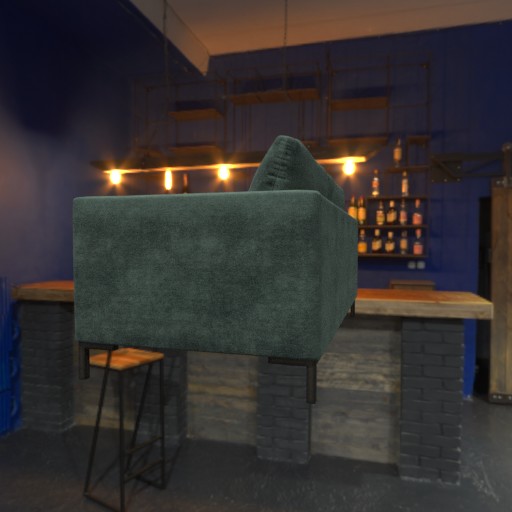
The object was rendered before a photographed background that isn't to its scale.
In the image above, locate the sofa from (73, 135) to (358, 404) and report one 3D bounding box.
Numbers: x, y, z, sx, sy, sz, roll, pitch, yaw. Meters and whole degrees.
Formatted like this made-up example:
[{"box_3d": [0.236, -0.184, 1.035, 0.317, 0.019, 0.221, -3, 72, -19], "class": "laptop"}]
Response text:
[{"box_3d": [0.000, 0.000, 2.180, 0.875, 0.817, 1.676, 1, 2, 17], "class": "sofa"}]
